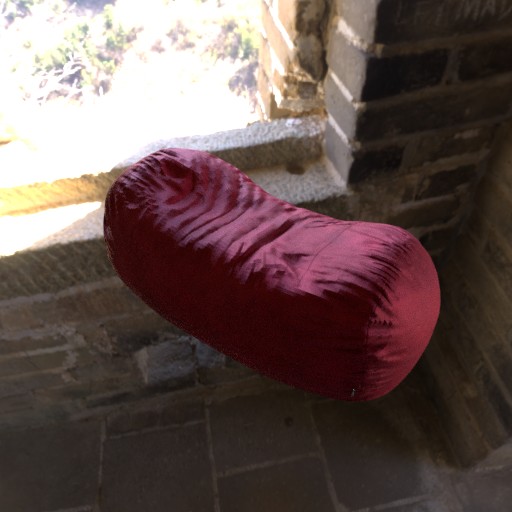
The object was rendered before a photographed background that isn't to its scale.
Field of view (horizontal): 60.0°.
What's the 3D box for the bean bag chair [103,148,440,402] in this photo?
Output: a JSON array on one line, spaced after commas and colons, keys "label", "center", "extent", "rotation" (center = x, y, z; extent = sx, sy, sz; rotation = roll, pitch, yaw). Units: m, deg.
[{"label": "bean bag chair", "center": [0.000, 0.000, 2.866], "extent": [2.293, 0.867, 1.216], "rotation": [25, 51, 22]}]
